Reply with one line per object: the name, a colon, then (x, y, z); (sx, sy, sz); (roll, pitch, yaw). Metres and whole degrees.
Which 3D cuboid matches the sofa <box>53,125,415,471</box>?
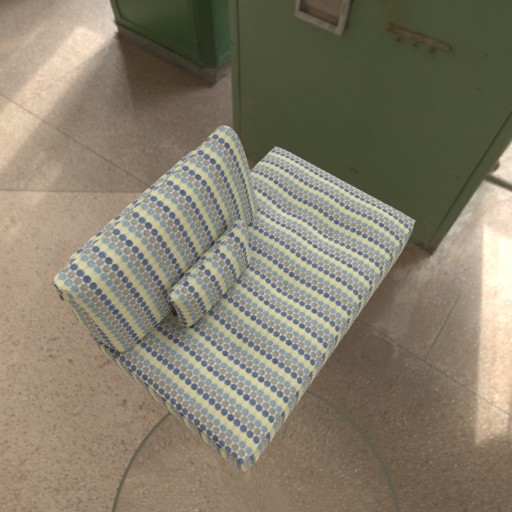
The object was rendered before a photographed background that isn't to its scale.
sofa: (0.000, 0.000, 2.025); (1.000, 0.820, 1.450); (33, 64, 18)
